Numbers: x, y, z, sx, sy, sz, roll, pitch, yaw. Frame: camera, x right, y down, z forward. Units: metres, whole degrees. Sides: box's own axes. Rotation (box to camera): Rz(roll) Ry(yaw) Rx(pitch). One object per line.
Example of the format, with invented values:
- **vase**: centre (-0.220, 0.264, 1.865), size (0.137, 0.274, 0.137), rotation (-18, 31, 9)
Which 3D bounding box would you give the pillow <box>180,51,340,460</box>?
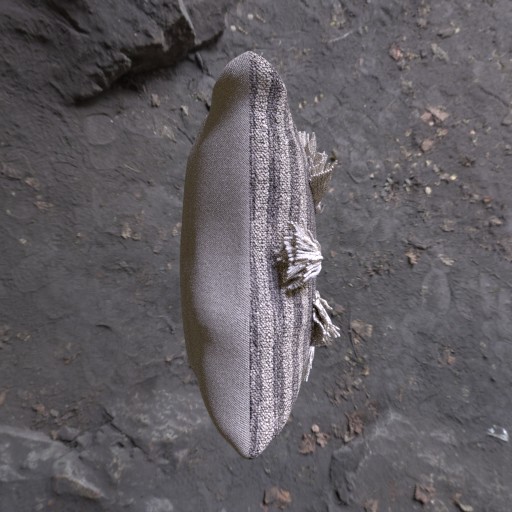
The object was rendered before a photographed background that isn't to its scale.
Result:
- **pillow**: centre (0.000, 0.000, 0.756), size (0.234, 0.490, 0.484), rotation (0, 90, -1)
